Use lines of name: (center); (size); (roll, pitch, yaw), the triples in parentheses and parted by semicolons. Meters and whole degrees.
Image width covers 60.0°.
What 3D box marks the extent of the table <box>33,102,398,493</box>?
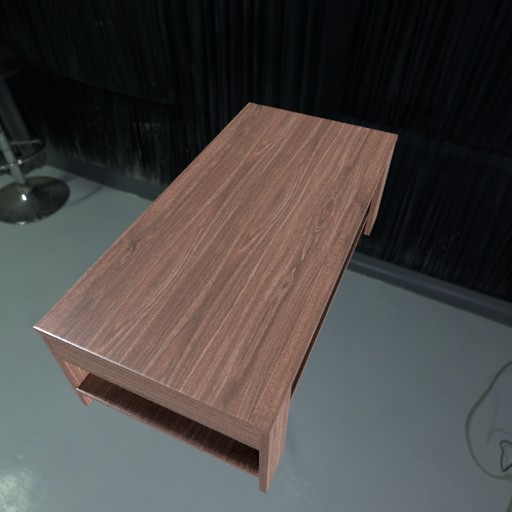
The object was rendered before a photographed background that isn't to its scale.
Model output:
table: (0.000, 0.000, 1.472); (0.600, 0.400, 1.200); (18, 49, 17)
